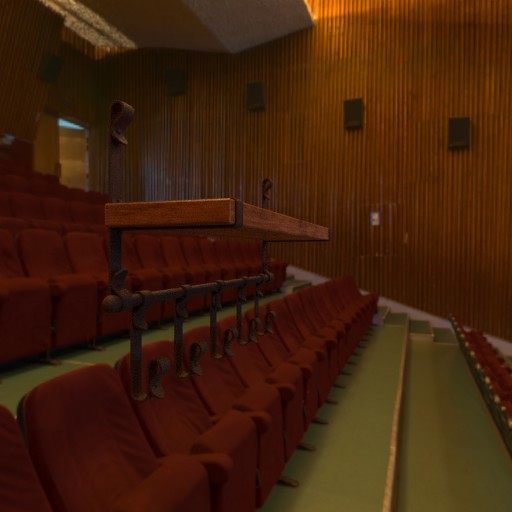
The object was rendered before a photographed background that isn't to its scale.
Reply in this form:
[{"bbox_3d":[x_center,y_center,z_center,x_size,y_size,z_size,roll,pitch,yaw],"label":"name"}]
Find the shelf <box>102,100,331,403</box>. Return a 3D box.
[{"bbox_3d":[0.000,0.000,0.696,0.146,0.330,0.567,0,0,19],"label":"shelf"}]
